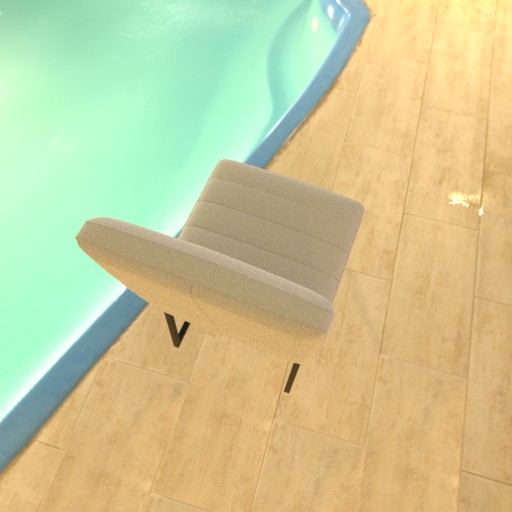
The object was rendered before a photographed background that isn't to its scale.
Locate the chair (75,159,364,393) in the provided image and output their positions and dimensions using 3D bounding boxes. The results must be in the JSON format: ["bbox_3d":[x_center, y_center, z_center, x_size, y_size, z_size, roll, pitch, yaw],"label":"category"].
[{"bbox_3d":[0.000,0.000,1.324,0.520,0.930,0.634,20,65,10],"label":"chair"}]
